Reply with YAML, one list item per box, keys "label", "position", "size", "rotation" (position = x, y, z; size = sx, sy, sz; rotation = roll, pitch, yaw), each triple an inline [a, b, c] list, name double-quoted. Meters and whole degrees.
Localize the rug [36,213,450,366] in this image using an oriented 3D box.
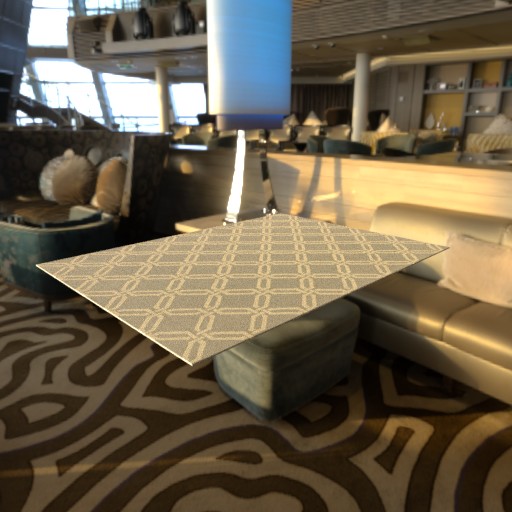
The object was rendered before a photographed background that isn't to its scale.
- label: "rug"
  position: [0.000, 0.000, 4.414]
  size: [3.353, 0.013, 2.438]
  rotation: [-16, 24, -42]
